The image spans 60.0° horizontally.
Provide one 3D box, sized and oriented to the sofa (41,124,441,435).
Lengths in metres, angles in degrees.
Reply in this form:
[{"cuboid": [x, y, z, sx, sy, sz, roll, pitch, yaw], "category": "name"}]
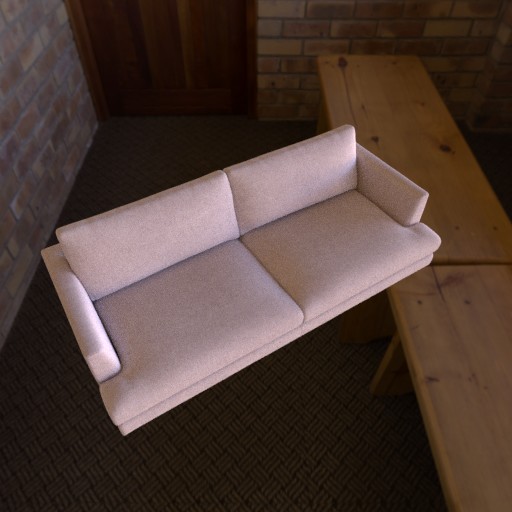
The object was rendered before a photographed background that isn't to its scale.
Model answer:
[{"cuboid": [0.000, 0.000, 2.759, 2.250, 0.868, 1.020, -25, 51, -21], "category": "sofa"}]
